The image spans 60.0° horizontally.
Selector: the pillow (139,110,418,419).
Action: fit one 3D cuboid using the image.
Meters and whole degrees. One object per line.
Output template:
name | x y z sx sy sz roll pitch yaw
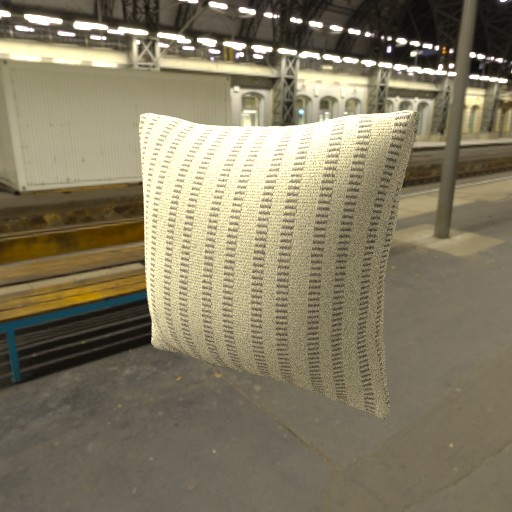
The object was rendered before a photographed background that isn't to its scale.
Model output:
pillow | 0.000 0.000 0.675 0.438 0.419 0.247 9 19 28
